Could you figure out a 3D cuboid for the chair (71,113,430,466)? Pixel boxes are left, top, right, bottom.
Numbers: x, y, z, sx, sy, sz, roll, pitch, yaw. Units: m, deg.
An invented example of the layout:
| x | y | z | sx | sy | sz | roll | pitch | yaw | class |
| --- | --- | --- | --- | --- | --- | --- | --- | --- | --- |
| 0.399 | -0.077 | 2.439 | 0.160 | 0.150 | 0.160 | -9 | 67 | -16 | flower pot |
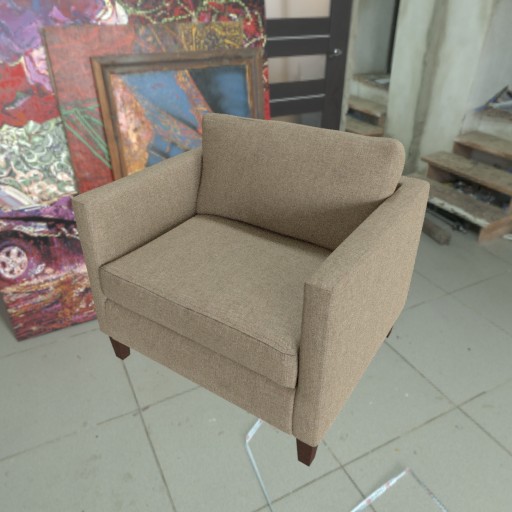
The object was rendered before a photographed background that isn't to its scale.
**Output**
| x | y | z | sx | sy | sz | roll | pitch | yaw | class |
| --- | --- | --- | --- | --- | --- | --- | --- | --- | --- |
| 0.000 | 0.000 | 1.855 | 1.107 | 0.987 | 0.959 | 19 | 36 | 28 | chair |
